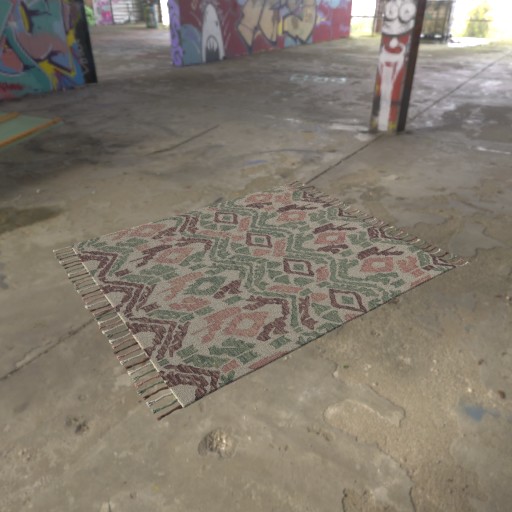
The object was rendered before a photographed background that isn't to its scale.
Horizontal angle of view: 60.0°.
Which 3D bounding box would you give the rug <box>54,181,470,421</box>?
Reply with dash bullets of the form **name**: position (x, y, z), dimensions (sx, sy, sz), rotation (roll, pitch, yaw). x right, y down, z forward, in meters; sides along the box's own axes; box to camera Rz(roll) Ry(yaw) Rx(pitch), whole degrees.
- **rug**: position (0.000, 0.000, 4.095), dimensions (3.048, 0.010, 2.438), rotation (-20, 36, -30)
